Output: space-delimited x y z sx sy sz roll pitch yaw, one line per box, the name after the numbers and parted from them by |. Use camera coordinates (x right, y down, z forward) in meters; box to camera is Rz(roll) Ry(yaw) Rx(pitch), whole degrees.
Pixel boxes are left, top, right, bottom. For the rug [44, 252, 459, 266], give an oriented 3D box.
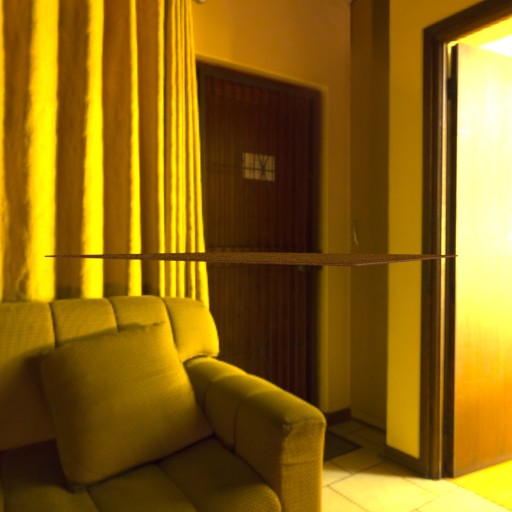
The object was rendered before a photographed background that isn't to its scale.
0.000 0.000 4.166 3.050 0.016 2.441 1 2 36 | rug
